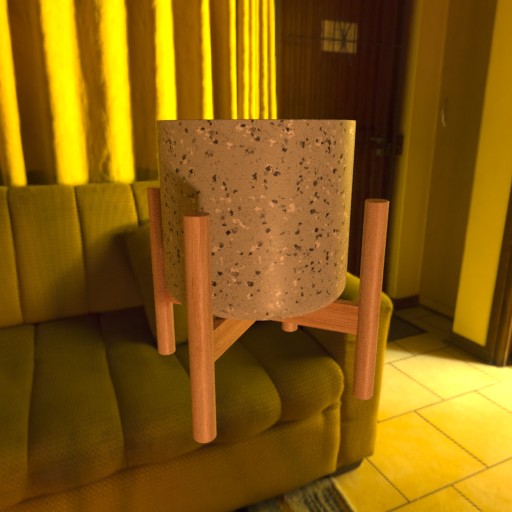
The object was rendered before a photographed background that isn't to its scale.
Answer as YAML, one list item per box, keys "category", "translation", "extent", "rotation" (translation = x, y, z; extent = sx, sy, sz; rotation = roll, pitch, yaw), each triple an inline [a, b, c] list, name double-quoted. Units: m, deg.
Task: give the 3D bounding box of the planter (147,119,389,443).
- category: "planter"
  translation: [0.000, 0.000, 0.549]
  extent: [0.284, 0.320, 0.284]
  rotation: [-15, 22, -43]
